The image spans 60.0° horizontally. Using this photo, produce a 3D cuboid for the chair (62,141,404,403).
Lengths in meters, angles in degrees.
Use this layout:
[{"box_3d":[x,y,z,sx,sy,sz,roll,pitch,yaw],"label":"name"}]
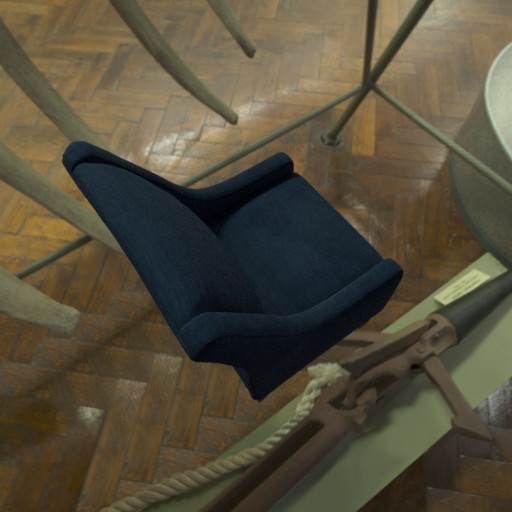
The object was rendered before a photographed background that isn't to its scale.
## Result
[{"box_3d":[0.000,0.000,1.658,0.870,1.014,0.774,-32,64,-17],"label":"chair"}]
